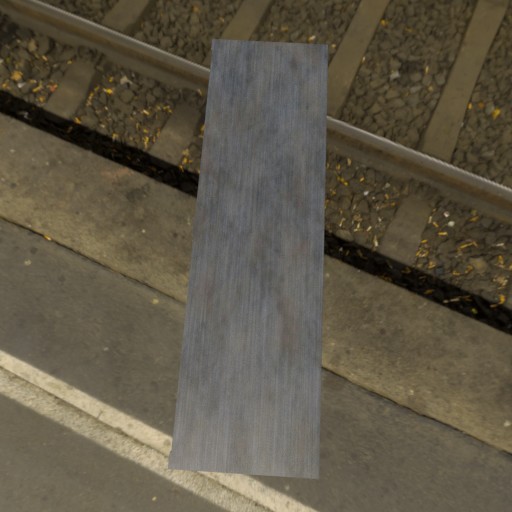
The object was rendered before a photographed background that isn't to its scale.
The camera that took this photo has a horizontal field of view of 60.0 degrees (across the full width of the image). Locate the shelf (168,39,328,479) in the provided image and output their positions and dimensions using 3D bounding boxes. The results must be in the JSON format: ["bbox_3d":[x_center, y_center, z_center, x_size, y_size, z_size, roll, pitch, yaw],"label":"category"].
[{"bbox_3d":[0.000,0.000,1.904,0.479,0.719,1.575,3,75,1],"label":"shelf"}]
